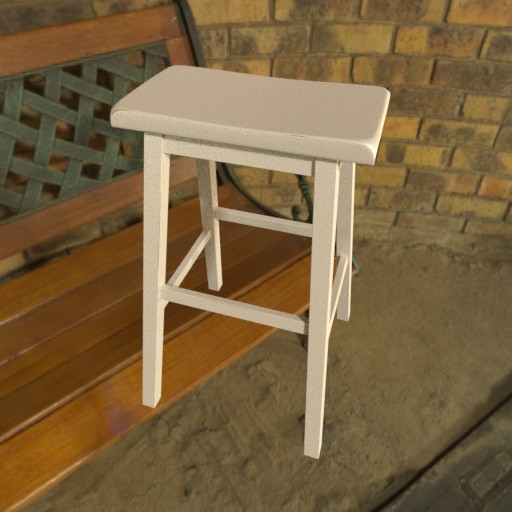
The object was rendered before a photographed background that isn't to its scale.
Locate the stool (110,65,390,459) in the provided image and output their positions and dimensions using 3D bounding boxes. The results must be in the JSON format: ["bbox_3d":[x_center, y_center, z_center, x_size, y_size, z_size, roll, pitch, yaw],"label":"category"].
[{"bbox_3d":[0.000,0.000,1.016,0.457,0.737,0.476,12,42,14],"label":"stool"}]
